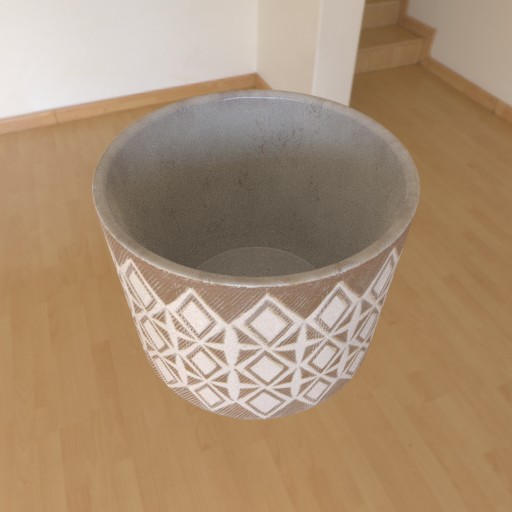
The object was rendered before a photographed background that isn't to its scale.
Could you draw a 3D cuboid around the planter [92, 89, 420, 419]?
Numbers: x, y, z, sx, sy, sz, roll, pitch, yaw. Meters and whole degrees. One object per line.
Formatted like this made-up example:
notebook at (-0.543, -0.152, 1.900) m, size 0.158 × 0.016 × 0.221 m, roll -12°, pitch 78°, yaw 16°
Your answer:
planter at (0.000, 0.000, 0.328) m, size 0.193 × 0.165 × 0.193 m, roll 0°, pitch 46°, yaw 0°
